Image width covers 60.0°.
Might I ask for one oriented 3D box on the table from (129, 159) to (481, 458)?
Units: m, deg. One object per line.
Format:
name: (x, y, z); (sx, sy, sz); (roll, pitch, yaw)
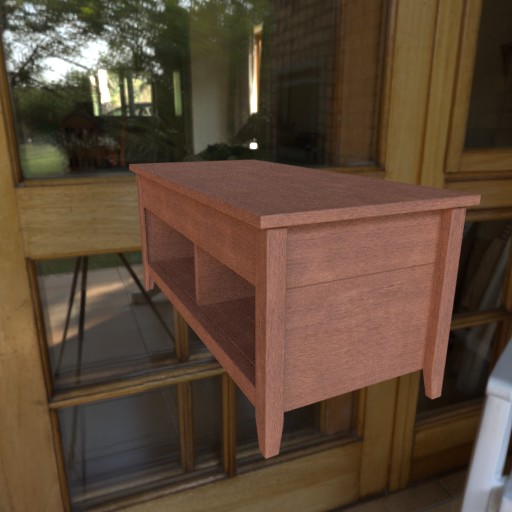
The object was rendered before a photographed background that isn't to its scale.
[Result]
table: (0.000, 0.000, 1.266); (0.483, 0.457, 1.016); (-8, 18, -25)
